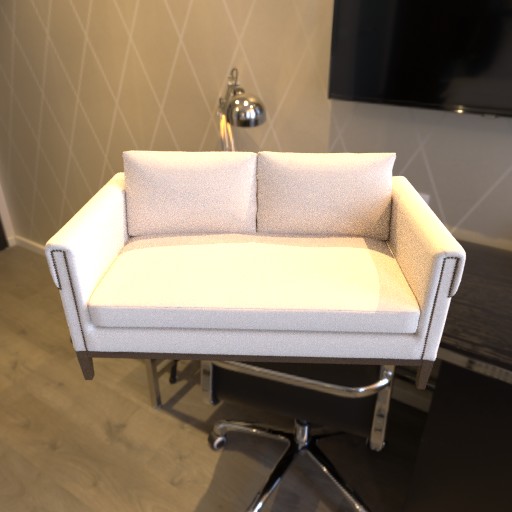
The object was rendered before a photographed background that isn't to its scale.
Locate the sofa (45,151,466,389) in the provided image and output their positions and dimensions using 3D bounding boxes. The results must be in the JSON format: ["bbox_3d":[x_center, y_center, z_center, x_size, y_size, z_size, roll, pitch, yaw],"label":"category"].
[{"bbox_3d":[0.000,0.000,2.128,1.598,0.873,0.905,1,28,2],"label":"sofa"}]
